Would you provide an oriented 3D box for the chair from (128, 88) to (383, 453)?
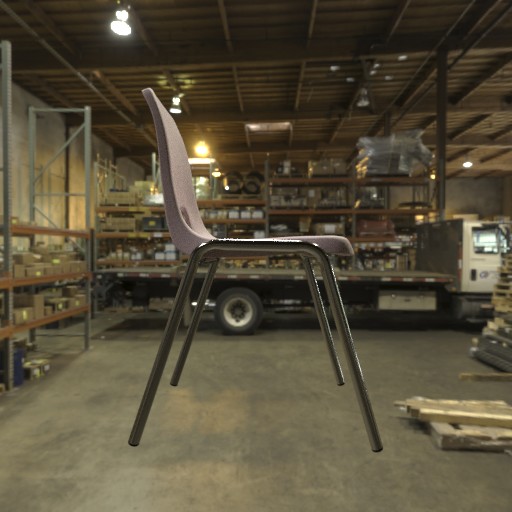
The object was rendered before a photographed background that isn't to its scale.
[{"bbox_3d":[0.000,0.000,0.927,0.436,0.653,0.381,0,1,1],"label":"chair"}]
